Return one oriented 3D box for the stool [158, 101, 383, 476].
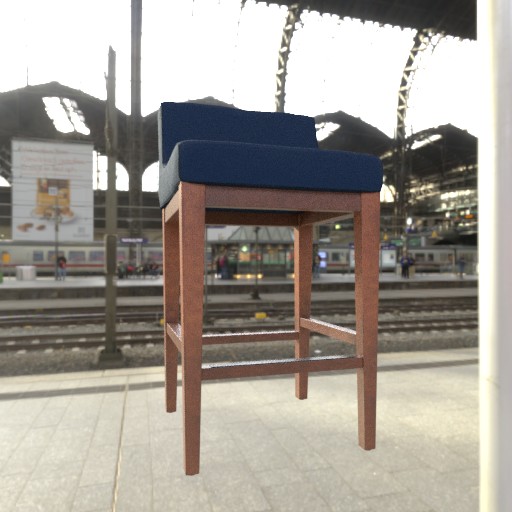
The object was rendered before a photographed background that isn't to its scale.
[{"bbox_3d":[0.000,0.000,1.231,0.511,0.945,0.516,0,-1,-17],"label":"stool"}]
